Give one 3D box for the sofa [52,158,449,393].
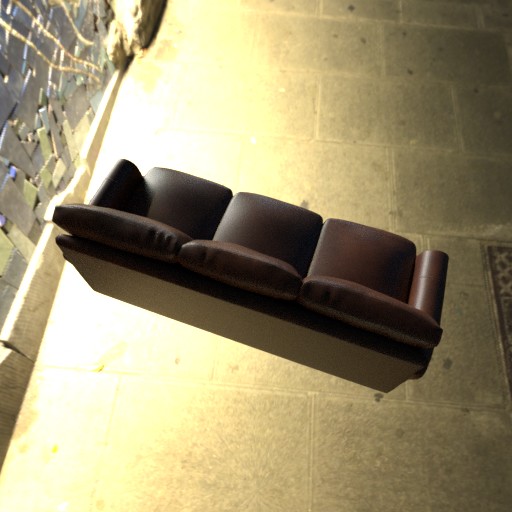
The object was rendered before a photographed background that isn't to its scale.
[{"bbox_3d":[0.000,0.000,2.894,2.351,0.977,0.973,17,63,9],"label":"sofa"}]
